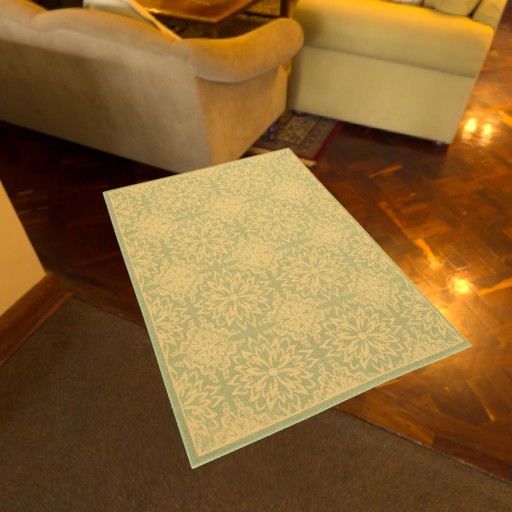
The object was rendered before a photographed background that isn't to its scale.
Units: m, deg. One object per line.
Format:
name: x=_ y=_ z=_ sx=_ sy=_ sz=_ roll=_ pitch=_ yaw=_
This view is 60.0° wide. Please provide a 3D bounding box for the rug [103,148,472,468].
rug: x=0.000 y=0.000 z=2.892 sx=1.589 sy=0.014 sz=2.205 roll=-17 pitch=47 yaw=-17
